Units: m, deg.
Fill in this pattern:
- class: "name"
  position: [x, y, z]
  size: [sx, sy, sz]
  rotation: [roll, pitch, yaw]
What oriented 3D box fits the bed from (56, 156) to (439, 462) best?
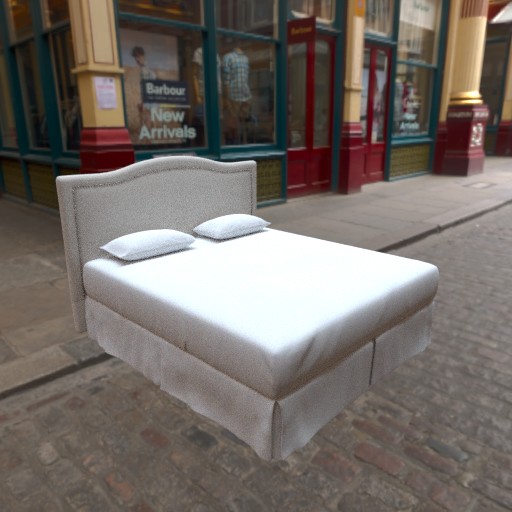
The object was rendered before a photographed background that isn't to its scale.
- class: "bed"
  position: [0.000, 0.000, 3.456]
  size: [2.182, 1.421, 2.083]
  rotation: [16, 23, 42]
